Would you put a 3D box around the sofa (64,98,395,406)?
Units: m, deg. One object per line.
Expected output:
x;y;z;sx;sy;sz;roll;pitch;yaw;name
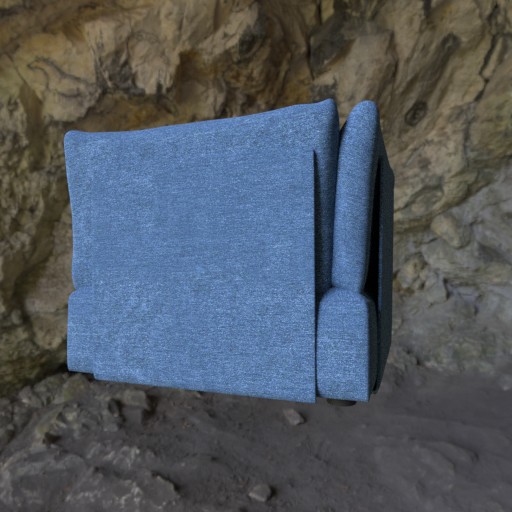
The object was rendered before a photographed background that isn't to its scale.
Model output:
0.000;0.000;1.724;1.000;0.820;1.000;0;0;20;sofa
